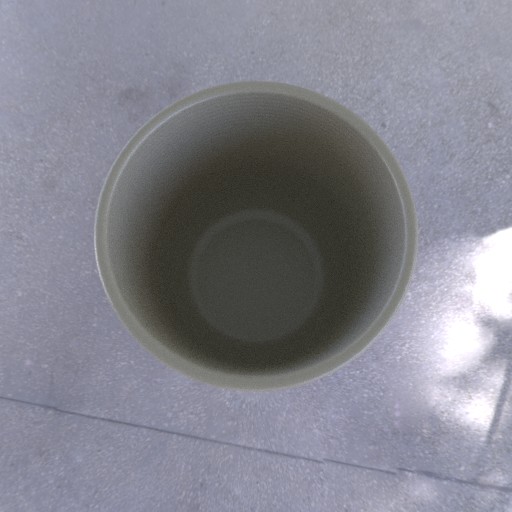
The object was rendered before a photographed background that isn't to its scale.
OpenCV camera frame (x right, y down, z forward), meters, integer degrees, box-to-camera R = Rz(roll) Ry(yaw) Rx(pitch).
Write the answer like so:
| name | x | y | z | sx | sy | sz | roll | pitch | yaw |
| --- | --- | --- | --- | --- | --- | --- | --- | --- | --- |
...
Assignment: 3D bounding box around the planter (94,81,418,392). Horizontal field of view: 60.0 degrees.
| name | x | y | z | sx | sy | sz | roll | pitch | yaw |
| --- | --- | --- | --- | --- | --- | --- | --- | --- | --- |
| planter | 0.000 | 0.000 | 0.221 | 0.124 | 0.109 | 0.124 | 0 | 76 | 0 |
